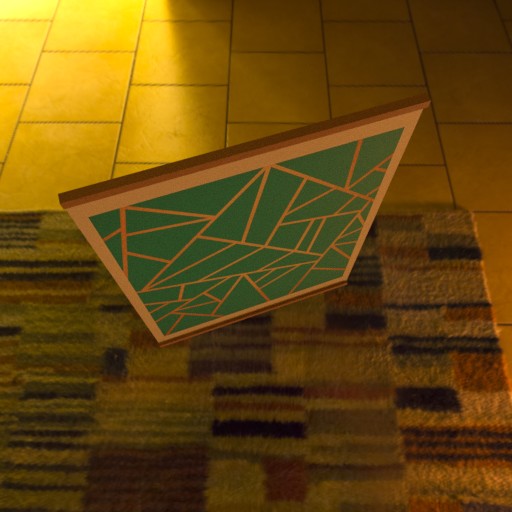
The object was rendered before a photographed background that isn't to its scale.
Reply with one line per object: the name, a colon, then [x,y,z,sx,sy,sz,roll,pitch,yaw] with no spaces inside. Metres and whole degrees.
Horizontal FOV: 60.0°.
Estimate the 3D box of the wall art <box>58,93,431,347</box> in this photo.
wall art: [0.000,0.000,0.685,0.405,0.508,0.012,-18,64,-9]
